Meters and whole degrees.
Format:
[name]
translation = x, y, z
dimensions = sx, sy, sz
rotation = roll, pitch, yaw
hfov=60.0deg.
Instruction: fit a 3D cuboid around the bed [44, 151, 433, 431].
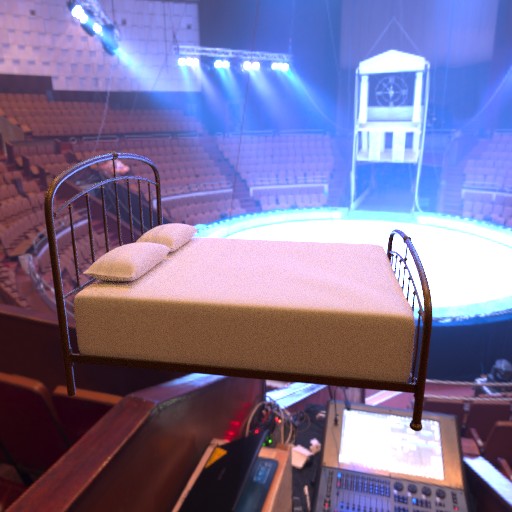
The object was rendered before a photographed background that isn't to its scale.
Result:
[bed]
translation = 0.000, 0.000, 3.244
dimensions = 2.168, 1.475, 1.711
rotation = 3, 16, 9
